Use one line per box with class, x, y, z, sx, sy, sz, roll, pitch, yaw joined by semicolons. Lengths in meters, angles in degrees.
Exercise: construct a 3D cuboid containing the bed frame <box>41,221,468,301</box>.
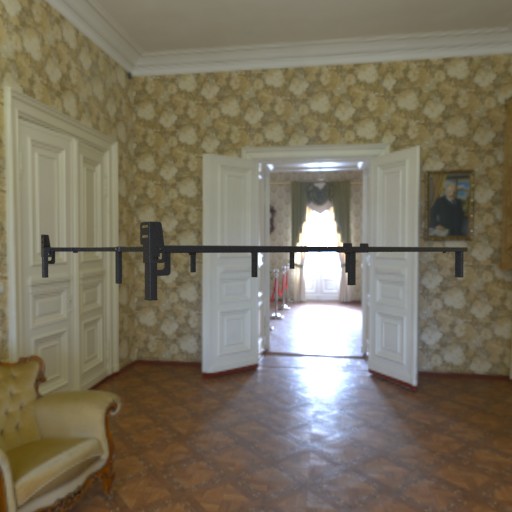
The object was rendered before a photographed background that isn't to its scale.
bed frame;0.000;0.000;2.581;1.990;0.248;1.498;-1;1;-38
